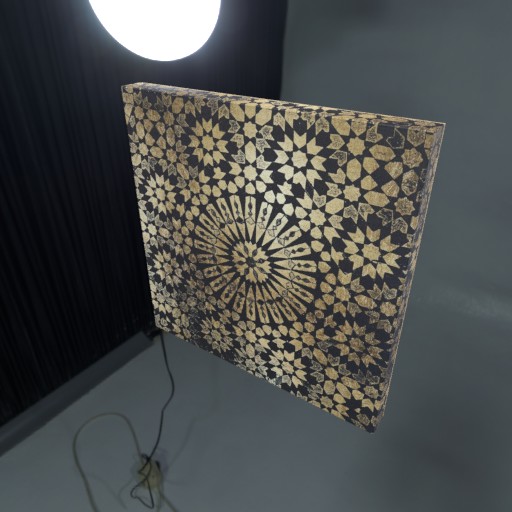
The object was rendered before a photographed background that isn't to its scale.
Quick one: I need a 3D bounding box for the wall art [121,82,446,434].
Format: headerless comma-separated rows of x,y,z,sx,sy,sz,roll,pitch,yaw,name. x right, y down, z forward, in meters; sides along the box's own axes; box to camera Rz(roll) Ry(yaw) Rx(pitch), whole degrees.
0.000,0.000,0.603,0.405,0.405,0.038,19,35,29,wall art
